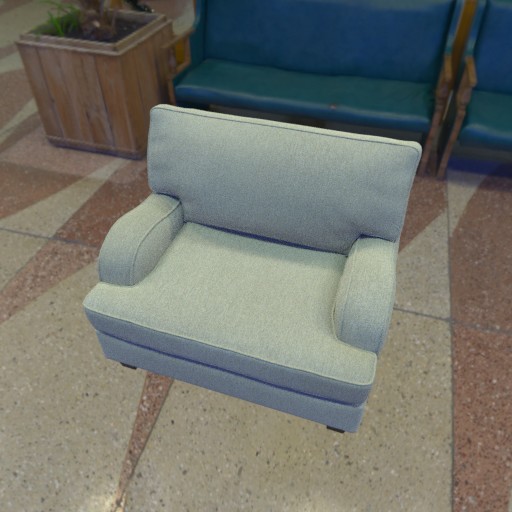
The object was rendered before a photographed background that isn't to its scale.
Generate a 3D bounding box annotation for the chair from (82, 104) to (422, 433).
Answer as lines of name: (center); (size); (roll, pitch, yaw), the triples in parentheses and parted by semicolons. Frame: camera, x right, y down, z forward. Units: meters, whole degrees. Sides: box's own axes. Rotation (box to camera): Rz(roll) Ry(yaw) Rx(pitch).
chair: (0.000, 0.000, 2.011); (1.220, 1.016, 1.041); (13, 44, 13)
